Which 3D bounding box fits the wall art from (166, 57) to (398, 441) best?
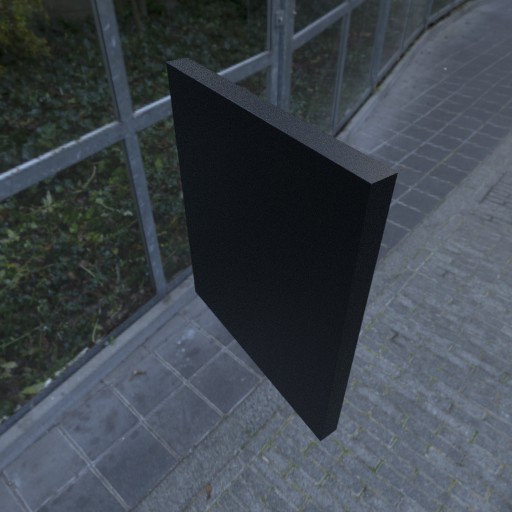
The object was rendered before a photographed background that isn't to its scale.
[{"bbox_3d":[0.000,0.000,0.546,0.028,0.380,0.325,-25,47,-26],"label":"wall art"}]
